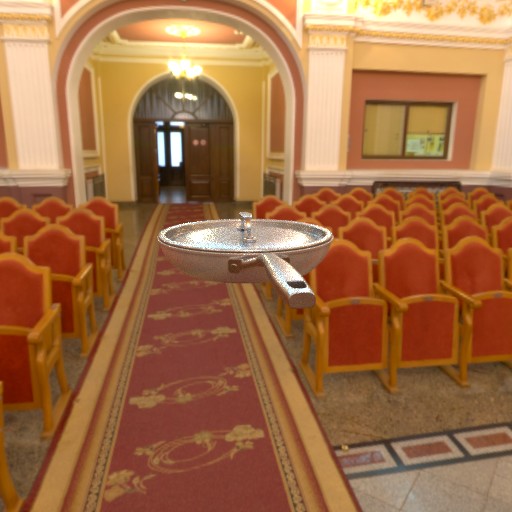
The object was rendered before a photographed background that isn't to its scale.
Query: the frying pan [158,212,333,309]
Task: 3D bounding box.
[{"bbox_3d":[0.000,0.000,0.596,0.272,0.086,0.490,-2,13,-8],"label":"frying pan"}]
